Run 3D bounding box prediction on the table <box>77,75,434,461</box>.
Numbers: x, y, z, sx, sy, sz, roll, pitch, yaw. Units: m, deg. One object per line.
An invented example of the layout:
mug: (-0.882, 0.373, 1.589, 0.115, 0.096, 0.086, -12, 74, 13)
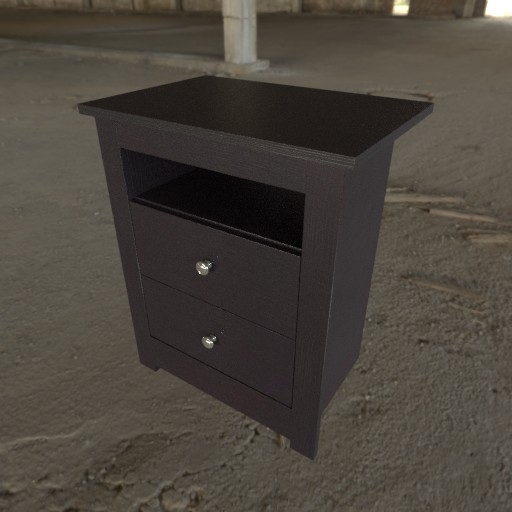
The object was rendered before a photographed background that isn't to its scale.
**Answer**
table: (0.000, 0.000, 1.068, 0.589, 0.711, 0.408, 19, 36, 28)
